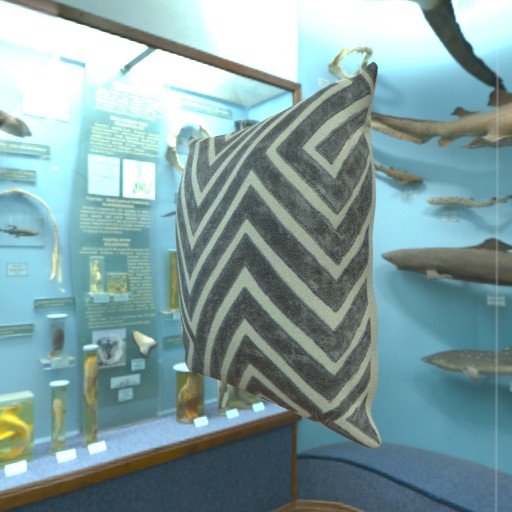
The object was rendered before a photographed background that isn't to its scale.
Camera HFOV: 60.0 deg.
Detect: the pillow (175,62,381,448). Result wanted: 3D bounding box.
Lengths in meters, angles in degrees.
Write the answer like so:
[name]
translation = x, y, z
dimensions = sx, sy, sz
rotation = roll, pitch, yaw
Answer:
[pillow]
translation = 0.000, 0.000, 0.658
dimensions = 0.182, 0.441, 0.440
rotation = 0, 0, -36
